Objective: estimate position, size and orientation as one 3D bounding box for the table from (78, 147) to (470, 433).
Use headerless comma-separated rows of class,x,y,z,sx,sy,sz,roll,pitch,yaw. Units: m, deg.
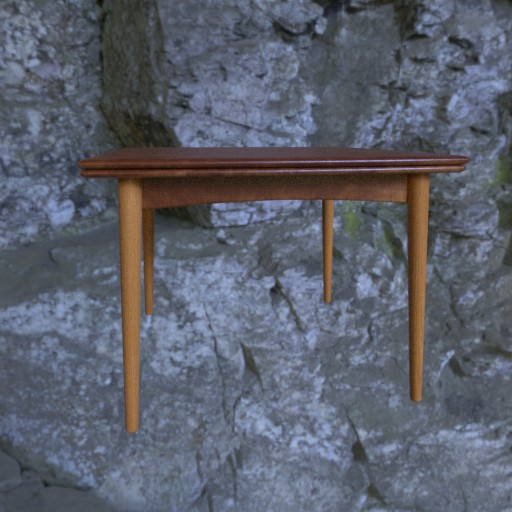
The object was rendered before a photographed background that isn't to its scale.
table,0.000,0.000,1.632,0.991,0.754,0.991,-3,16,-10
